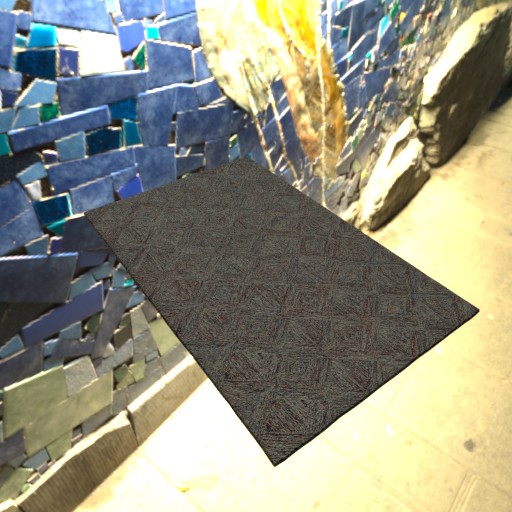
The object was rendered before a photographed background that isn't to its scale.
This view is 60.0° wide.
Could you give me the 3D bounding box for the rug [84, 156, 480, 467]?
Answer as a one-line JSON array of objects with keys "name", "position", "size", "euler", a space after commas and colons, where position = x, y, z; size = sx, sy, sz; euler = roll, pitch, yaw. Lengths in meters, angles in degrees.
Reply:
[{"name": "rug", "position": [0.000, 0.000, 2.215], "size": [1.143, 0.014, 1.761], "euler": [-26, 47, -27]}]
